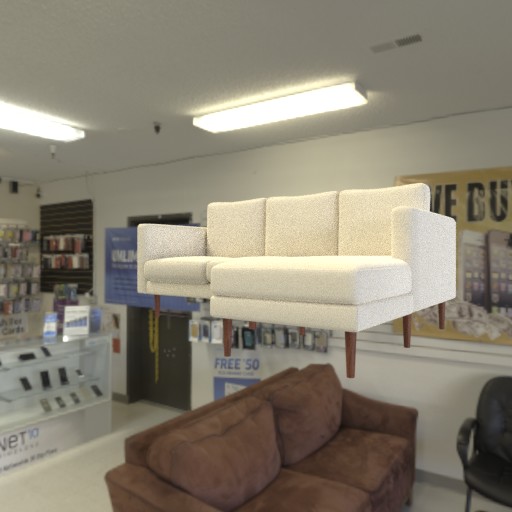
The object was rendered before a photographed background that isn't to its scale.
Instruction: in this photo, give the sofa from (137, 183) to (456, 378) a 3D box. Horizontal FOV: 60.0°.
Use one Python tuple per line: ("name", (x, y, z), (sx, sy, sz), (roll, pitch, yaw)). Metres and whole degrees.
("sofa", (0.000, 0.000, 2.788), (2.029, 0.899, 1.580), (0, 0, 36))
